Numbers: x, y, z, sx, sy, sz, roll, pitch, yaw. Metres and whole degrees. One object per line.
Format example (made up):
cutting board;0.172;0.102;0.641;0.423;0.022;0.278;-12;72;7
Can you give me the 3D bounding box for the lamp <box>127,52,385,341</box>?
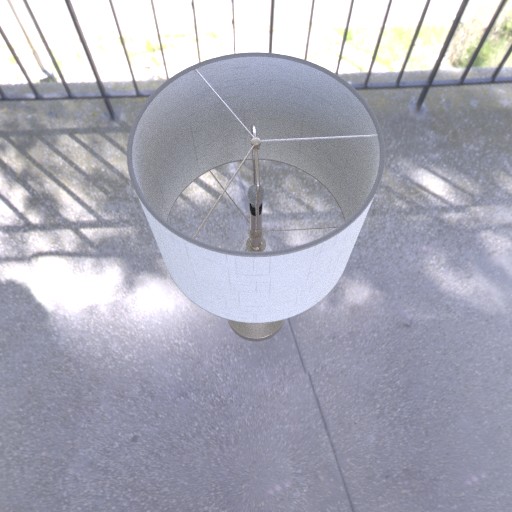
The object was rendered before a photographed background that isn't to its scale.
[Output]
lamp;0.000;0.000;0.730;0.280;0.559;0.282;-3;63;-2
